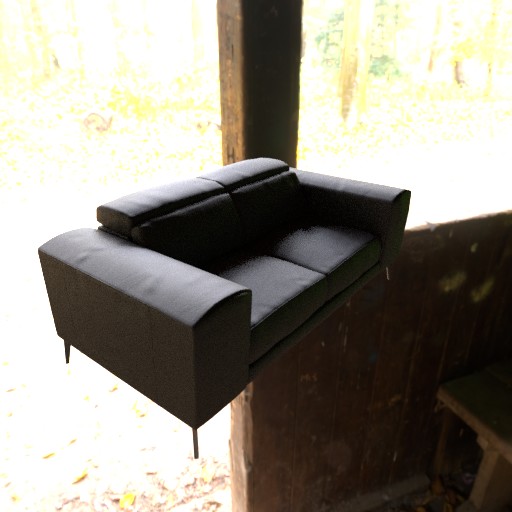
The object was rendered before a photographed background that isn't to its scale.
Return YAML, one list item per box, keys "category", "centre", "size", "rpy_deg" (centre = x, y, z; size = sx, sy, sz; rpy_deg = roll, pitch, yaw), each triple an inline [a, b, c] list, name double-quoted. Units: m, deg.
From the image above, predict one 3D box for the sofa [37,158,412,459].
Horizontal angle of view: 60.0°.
- category: "sofa"
  centre: [0.000, 0.000, 2.423]
  size: [1.003, 0.779, 1.895]
  rpy_deg: [19, 31, 34]
